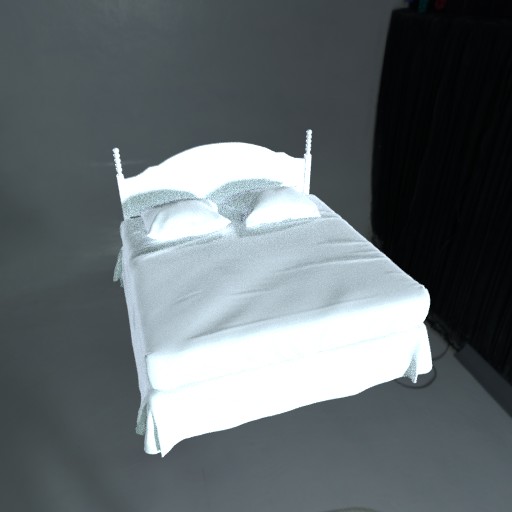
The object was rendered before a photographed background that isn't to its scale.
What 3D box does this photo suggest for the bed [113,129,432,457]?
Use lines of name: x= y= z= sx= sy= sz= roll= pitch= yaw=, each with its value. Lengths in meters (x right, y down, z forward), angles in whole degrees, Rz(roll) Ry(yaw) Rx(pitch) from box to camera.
bed: x=0.000 y=0.000 z=3.613 sx=2.322 sy=1.355 sz=2.219 roll=-10 pitch=32 yaw=-16
